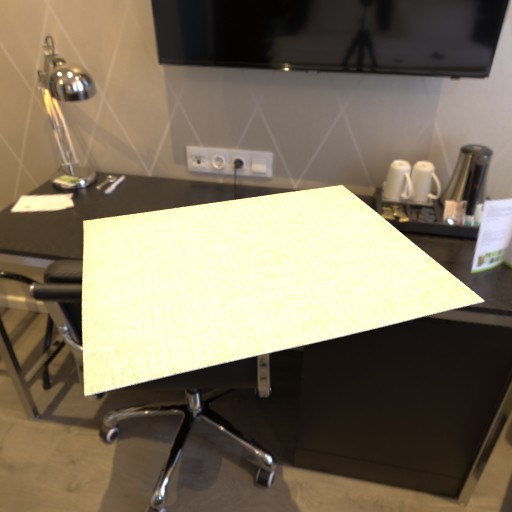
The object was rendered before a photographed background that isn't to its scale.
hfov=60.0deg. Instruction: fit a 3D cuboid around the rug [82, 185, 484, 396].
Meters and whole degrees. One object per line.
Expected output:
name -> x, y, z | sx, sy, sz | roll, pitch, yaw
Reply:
rug -> 0.000, 0.000, 4.114 | 3.061, 0.014, 2.447 | -10, 34, -15
